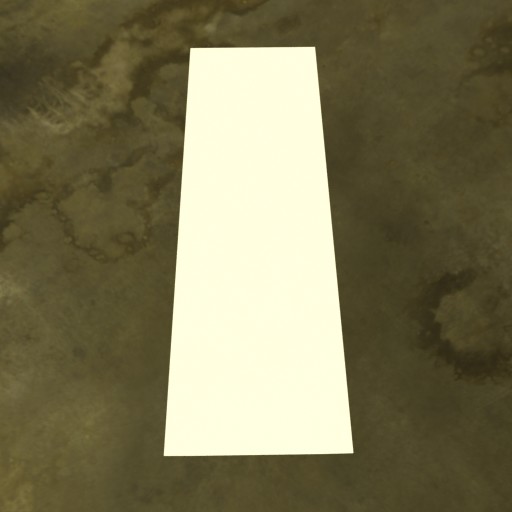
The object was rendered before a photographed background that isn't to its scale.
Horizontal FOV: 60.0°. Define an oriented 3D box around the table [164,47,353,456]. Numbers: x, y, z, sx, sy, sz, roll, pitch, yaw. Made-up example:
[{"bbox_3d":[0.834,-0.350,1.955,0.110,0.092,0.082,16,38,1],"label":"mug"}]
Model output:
[{"bbox_3d":[0.000,0.000,1.834,0.508,0.769,1.500,-1,66,0],"label":"table"}]
